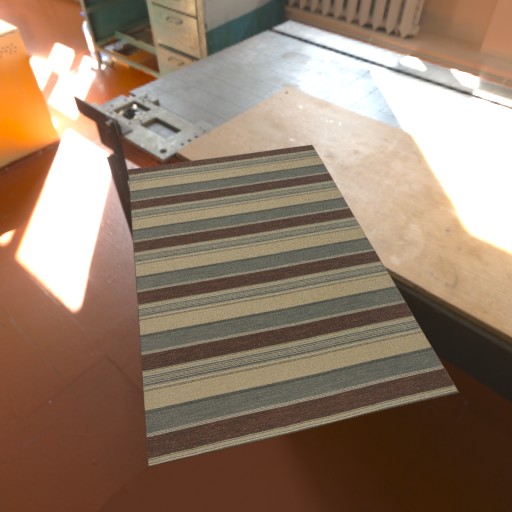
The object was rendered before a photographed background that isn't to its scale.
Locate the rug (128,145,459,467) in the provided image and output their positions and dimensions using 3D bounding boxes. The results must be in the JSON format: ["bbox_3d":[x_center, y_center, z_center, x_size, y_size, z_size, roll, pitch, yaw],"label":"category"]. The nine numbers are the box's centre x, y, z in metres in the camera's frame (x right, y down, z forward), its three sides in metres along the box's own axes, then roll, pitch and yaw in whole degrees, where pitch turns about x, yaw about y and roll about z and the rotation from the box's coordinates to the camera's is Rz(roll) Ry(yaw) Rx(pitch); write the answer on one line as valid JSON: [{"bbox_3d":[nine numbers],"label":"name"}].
[{"bbox_3d":[0.000,0.000,2.271,1.219,0.008,1.829,-10,47,-9],"label":"rug"}]
